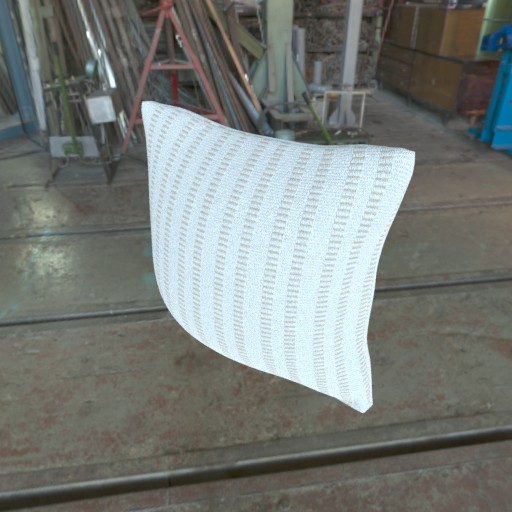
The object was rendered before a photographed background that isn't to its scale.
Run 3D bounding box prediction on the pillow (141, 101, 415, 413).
[{"bbox_3d":[0.000,0.000,0.692,0.438,0.419,0.247,21,37,30],"label":"pillow"}]
